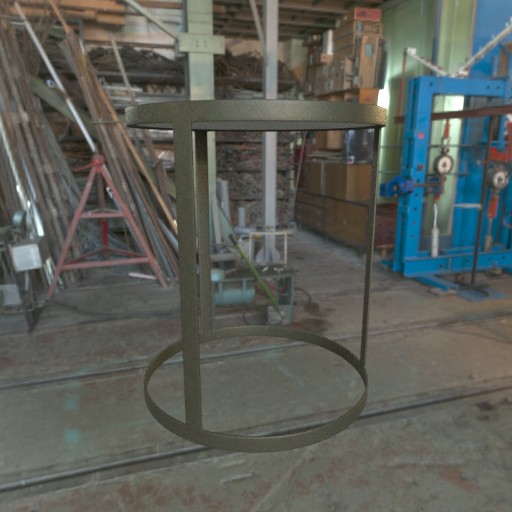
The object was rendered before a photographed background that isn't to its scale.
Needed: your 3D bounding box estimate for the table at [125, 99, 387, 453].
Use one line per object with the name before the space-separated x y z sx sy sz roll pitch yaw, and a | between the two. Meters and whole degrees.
table | 0.000 0.000 0.912 0.480 0.565 0.480 0 14 0
